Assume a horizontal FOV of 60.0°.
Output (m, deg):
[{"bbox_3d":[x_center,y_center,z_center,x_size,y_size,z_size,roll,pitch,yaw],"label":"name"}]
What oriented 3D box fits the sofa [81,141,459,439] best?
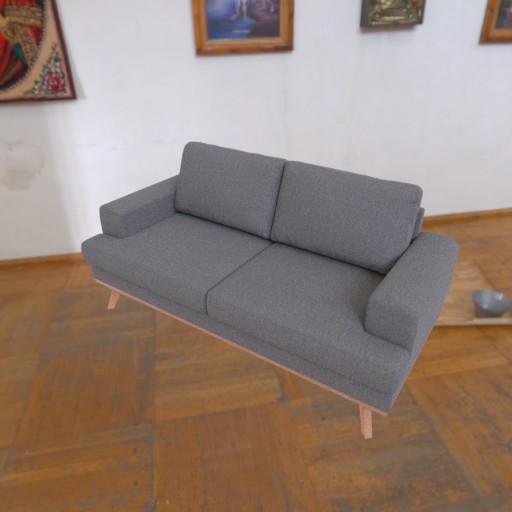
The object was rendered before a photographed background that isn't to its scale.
[{"bbox_3d":[0.000,0.000,2.111,1.650,0.810,0.785,18,34,29],"label":"sofa"}]
